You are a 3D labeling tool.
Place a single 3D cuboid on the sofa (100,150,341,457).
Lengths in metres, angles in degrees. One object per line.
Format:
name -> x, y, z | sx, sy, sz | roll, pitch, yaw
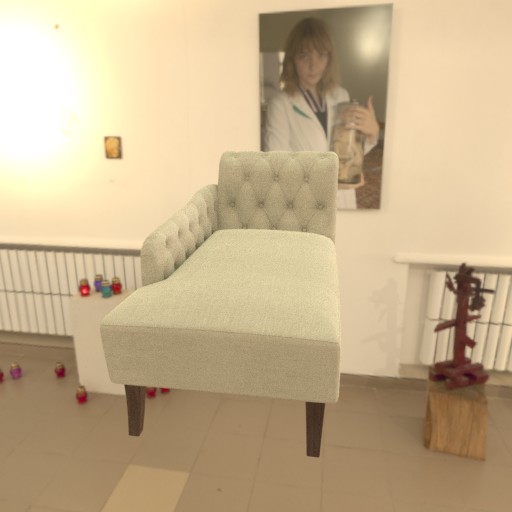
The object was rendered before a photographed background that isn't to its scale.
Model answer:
sofa -> 0.000, 0.000, 1.821 | 0.675, 0.787, 1.379 | 3, 16, 9
